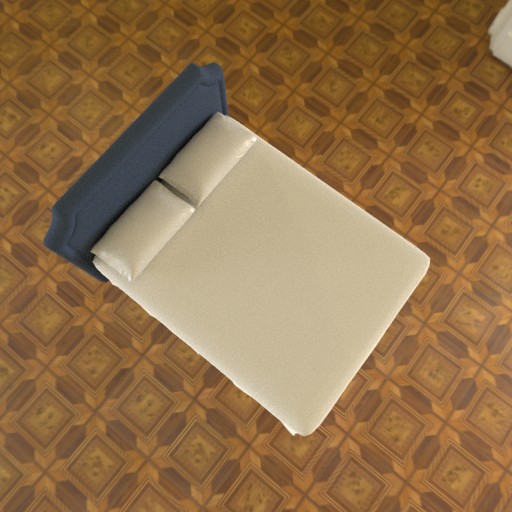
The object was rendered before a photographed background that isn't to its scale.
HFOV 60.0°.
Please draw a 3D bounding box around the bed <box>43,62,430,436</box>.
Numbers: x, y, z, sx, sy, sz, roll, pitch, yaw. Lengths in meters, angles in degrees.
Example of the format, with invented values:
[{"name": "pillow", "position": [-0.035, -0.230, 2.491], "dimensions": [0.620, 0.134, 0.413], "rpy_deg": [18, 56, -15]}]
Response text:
[{"name": "bed", "position": [0.000, 0.000, 3.386], "dimensions": [2.260, 1.297, 1.831], "rpy_deg": [37, 78, 9]}]
